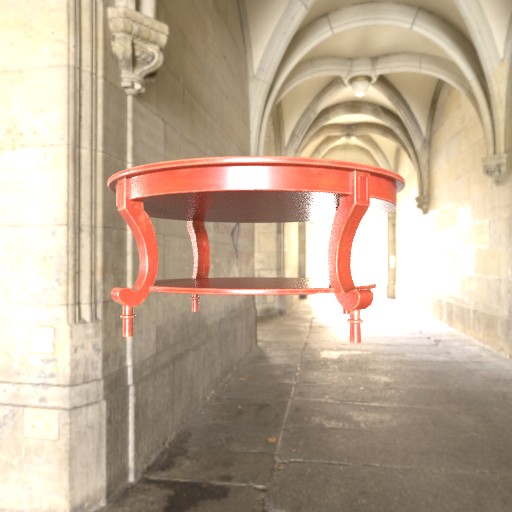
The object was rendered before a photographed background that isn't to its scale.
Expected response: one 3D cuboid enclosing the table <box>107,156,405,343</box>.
[{"bbox_3d":[0.000,0.000,1.605,1.029,0.486,1.029,0,-1,0],"label":"table"}]
